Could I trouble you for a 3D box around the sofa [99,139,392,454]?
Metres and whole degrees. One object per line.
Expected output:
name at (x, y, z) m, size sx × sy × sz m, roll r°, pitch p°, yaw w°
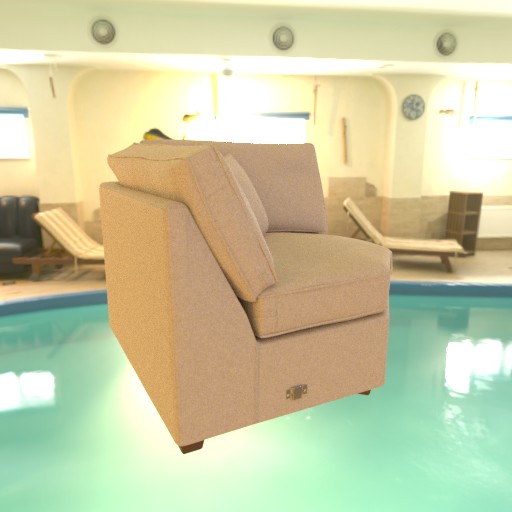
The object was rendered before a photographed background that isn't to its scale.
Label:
sofa at (0.000, 0.000, 1.809) m, size 1.042 × 0.937 × 1.050 m, roll -6°, pitch 14°, yaw -26°
